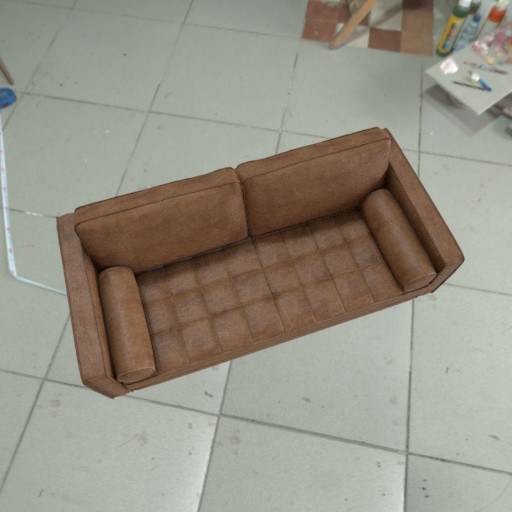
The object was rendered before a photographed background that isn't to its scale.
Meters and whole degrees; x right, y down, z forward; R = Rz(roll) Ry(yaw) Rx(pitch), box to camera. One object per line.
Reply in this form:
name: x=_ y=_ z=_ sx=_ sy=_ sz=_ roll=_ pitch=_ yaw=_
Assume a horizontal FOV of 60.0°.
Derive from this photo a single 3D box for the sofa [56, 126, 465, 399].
sofa: x=0.000 y=0.000 z=2.418 sx=1.920 sy=0.825 sz=0.924 roll=-17 pitch=65 yaw=-8
